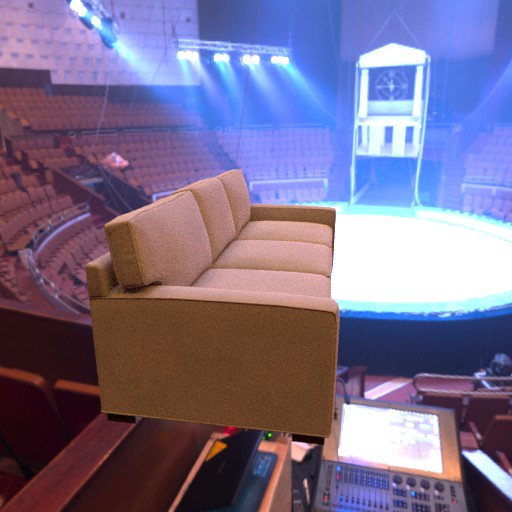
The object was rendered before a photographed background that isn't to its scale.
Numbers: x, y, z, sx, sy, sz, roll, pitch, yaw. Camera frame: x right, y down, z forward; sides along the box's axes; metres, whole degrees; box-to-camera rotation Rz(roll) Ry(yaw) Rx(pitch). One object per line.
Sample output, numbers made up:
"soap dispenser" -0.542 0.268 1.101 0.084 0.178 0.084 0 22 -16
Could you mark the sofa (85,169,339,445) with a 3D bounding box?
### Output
"sofa" 0.000 0.000 2.606 0.935 0.862 2.088 3 16 9
